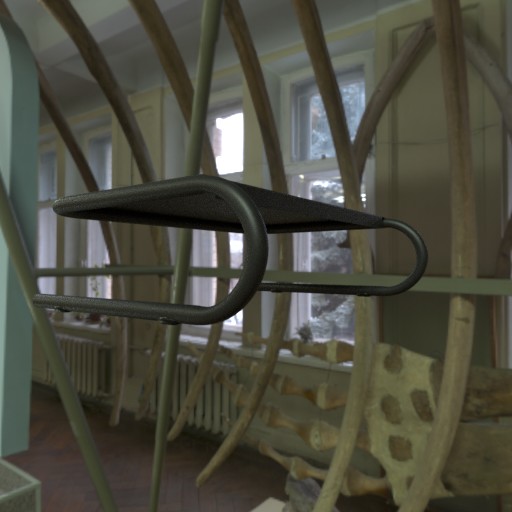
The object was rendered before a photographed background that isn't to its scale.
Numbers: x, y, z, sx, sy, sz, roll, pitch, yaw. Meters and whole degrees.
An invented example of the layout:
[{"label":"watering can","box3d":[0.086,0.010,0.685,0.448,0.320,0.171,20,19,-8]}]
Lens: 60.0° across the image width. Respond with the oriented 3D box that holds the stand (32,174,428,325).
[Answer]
[{"label":"stand","box3d":[0.000,0.000,0.503,0.280,0.108,0.370,-1,-1,37]}]
